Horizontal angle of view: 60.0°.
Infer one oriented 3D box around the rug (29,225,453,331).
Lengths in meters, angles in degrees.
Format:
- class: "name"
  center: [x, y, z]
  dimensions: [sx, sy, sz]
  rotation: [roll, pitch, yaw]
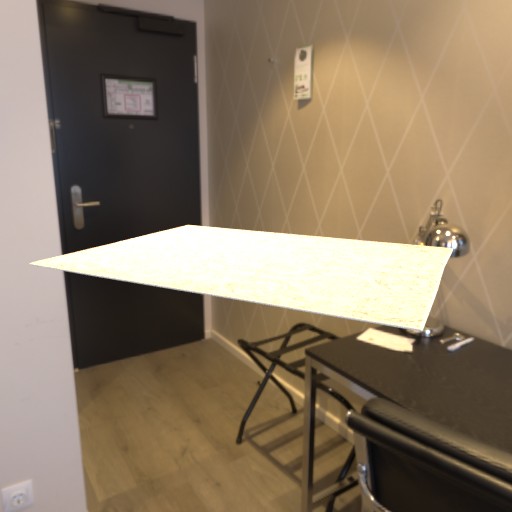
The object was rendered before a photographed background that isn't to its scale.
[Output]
- class: "rug"
  center: [0.000, 0.000, 2.821]
  dimensions: [2.202, 0.014, 1.598]
  rotation: [7, 15, 26]
